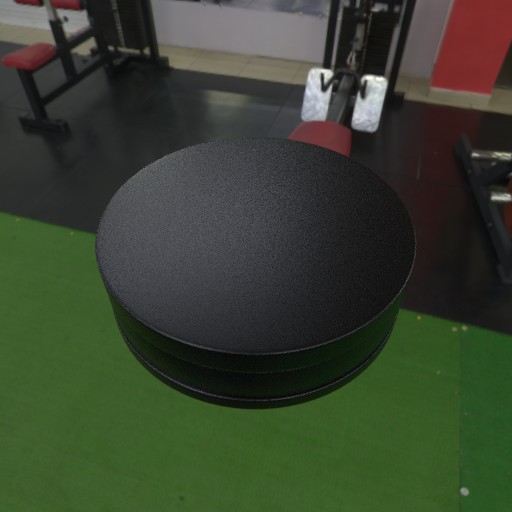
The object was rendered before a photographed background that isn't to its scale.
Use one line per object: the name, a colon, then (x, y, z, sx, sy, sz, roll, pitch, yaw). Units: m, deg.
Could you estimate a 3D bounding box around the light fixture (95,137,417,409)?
light fixture: (0.000, 0.000, 0.432, 0.283, 0.097, 0.283, 0, 46, 0)
